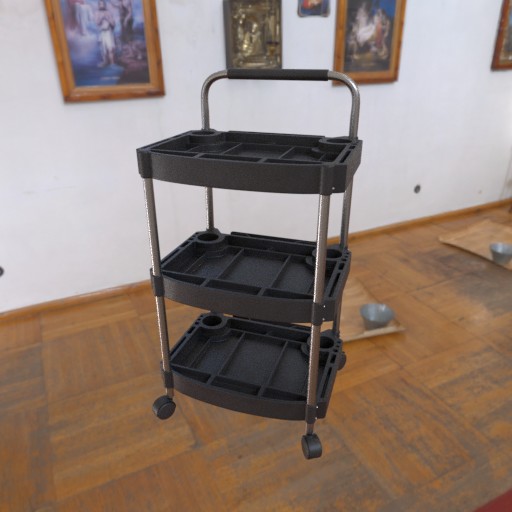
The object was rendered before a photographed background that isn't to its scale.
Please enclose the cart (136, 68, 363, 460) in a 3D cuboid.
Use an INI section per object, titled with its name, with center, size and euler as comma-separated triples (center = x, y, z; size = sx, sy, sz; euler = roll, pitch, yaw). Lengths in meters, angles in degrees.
[cart]
center = 0.000, 0.000, 1.397
size = 0.584, 1.075, 0.518
euler = 8, 26, 17
